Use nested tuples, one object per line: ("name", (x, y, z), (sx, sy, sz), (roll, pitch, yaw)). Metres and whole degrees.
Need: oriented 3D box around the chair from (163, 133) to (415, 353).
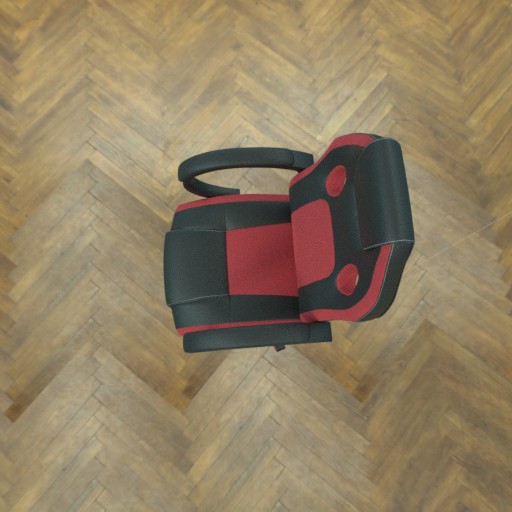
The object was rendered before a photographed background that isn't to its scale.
("chair", (0.000, 0.000, 1.584), (0.724, 1.187, 0.673), (-4, 77, -1))
